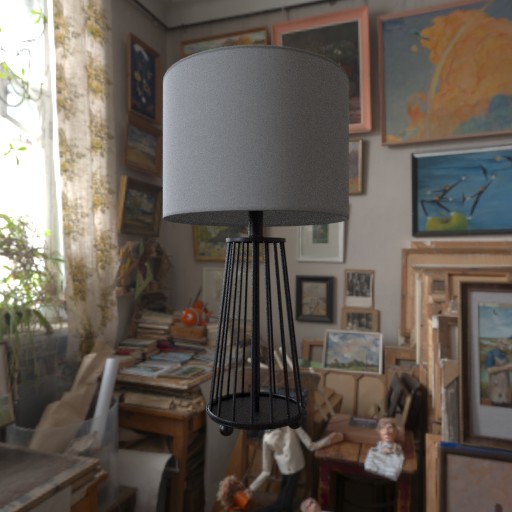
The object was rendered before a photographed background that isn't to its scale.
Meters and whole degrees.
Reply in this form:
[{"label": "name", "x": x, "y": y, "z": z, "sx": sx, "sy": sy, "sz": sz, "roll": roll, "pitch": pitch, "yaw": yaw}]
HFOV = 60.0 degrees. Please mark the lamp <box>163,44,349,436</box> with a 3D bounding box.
[{"label": "lamp", "x": 0.000, "y": 0.000, "z": 0.782, "sx": 0.322, "sy": 0.593, "sz": 0.322, "roll": 0, "pitch": 0, "yaw": -18}]
